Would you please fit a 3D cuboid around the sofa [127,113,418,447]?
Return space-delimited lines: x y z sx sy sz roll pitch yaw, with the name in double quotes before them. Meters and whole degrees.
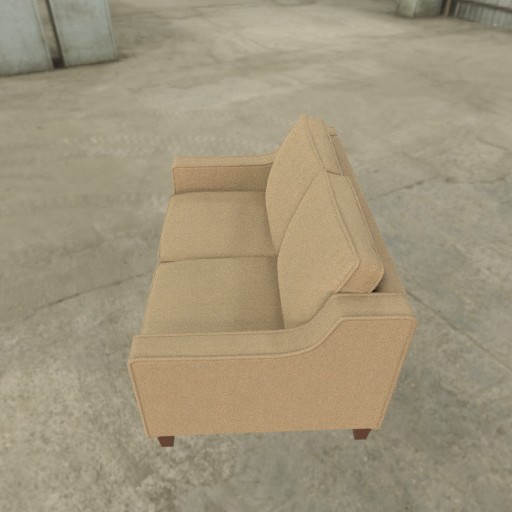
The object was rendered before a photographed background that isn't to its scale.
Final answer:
"sofa" 0.000 0.000 2.187 0.987 0.971 1.501 -1 39 -2
